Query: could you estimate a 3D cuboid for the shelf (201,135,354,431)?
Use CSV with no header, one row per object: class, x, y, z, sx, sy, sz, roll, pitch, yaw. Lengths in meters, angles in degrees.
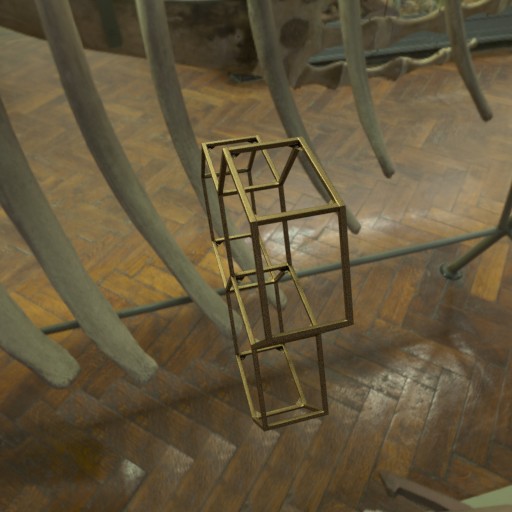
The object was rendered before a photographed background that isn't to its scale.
shelf,0.000,0.000,1.087,0.150,0.701,0.708,-11,48,-10
